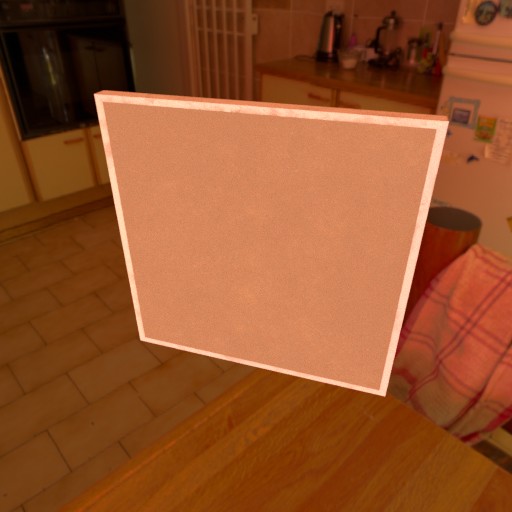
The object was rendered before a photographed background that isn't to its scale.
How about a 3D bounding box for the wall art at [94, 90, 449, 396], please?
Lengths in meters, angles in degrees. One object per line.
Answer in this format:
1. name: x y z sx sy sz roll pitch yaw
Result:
1. wall art: 0.000 0.000 1.134 0.760 0.757 0.038 9 34 14
